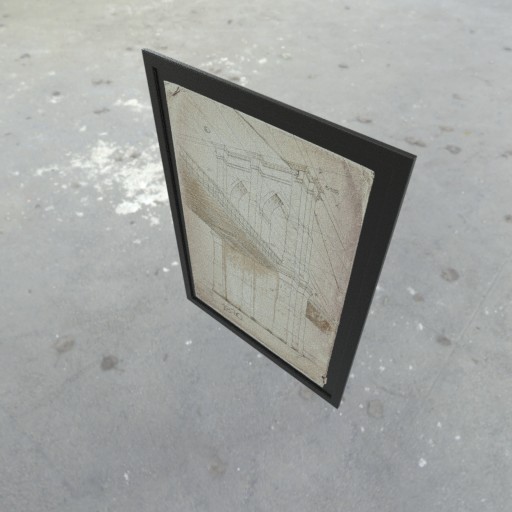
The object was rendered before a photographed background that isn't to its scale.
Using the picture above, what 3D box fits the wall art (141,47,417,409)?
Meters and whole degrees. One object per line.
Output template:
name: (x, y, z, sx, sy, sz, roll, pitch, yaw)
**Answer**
wall art: (0.000, 0.000, 1.258, 0.707, 0.967, 0.013, 32, 54, 26)
